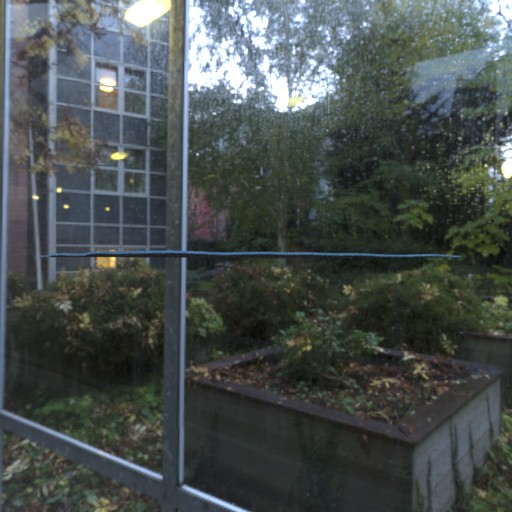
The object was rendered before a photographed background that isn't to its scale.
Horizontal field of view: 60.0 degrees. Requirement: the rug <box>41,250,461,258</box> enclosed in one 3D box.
[{"bbox_3d":[0.000,0.000,2.296,1.847,0.014,1.195,0,-1,-36],"label":"rug"}]
